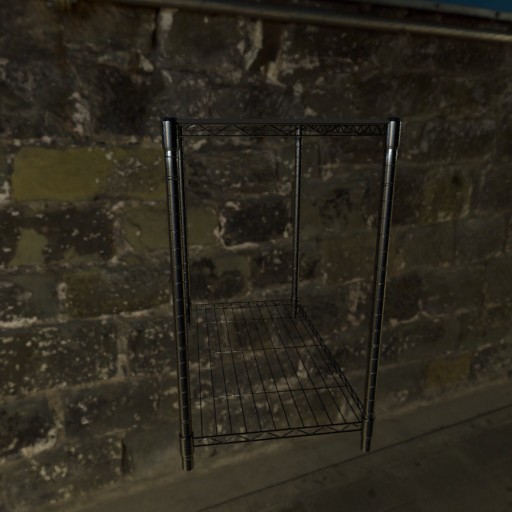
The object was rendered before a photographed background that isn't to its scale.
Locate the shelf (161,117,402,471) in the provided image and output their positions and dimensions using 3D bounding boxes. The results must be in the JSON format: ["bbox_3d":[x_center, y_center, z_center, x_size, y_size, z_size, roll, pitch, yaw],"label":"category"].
[{"bbox_3d":[0.000,0.000,0.958,0.338,0.564,0.589,-2,17,-8],"label":"shelf"}]
